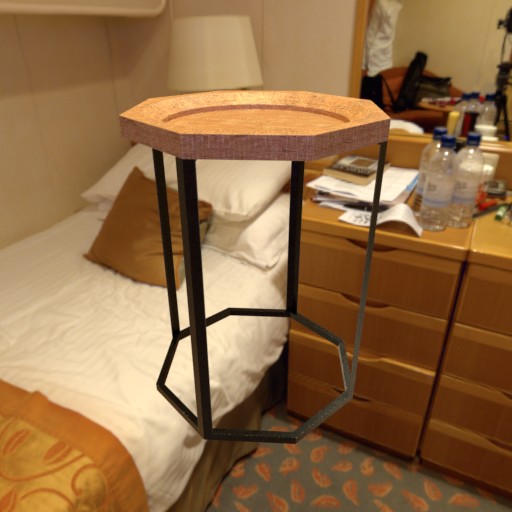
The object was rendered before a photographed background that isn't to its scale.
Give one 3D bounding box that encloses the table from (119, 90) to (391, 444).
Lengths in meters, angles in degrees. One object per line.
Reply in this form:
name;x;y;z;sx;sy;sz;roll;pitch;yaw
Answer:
table;0.000;0.000;0.858;0.437;0.553;0.437;-9;29;-17
